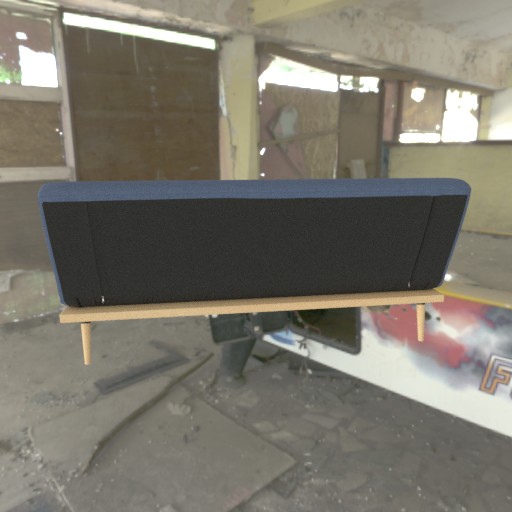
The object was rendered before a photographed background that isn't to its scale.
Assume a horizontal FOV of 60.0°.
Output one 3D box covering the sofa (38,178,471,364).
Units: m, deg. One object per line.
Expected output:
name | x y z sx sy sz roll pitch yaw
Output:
sofa | 0.000 0.000 2.229 1.800 0.800 0.796 -2 14 -9
